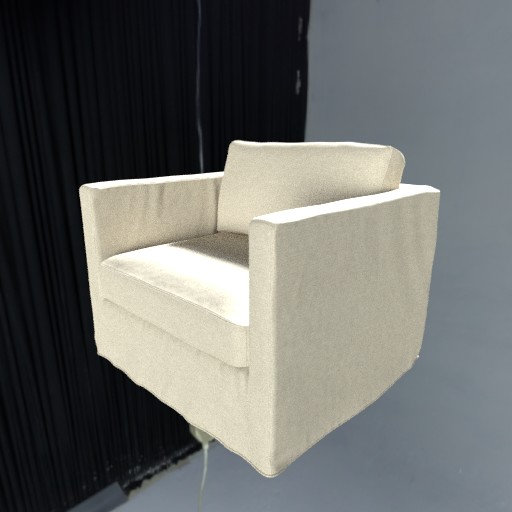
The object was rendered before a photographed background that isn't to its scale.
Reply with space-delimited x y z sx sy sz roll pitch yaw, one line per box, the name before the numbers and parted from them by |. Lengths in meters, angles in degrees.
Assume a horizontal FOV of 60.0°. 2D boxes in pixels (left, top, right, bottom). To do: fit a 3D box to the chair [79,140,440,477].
chair | 0.000 0.000 1.741 1.057 0.867 0.949 15 22 43
